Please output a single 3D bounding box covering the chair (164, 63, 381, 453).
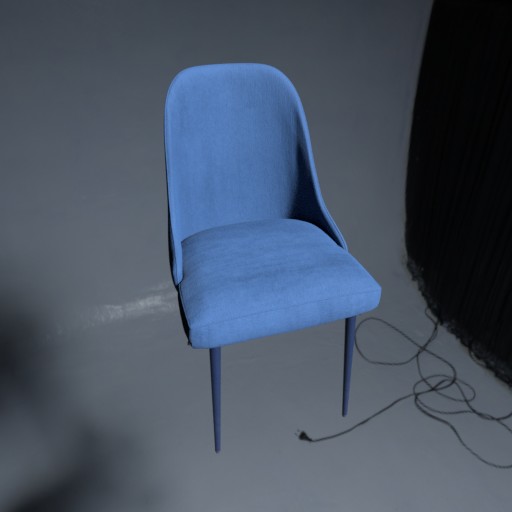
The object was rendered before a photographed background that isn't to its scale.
[{"bbox_3d":[0.000,0.000,1.212,0.478,0.896,0.559,-10,33,-15],"label":"chair"}]
